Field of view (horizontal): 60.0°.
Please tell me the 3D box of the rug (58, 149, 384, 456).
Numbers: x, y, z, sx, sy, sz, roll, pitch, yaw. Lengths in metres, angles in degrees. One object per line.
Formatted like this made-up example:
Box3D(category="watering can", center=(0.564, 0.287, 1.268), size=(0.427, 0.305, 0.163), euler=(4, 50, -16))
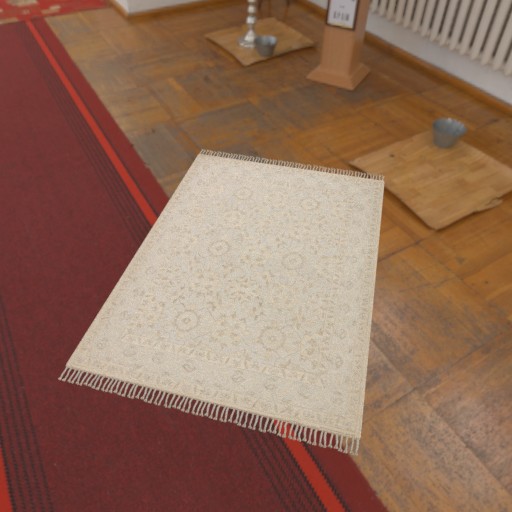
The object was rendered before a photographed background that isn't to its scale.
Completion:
Box3D(category="rug", center=(0.000, 0.000, 2.306), size=(1.223, 0.015, 1.771), euler=(10, 47, 10))
